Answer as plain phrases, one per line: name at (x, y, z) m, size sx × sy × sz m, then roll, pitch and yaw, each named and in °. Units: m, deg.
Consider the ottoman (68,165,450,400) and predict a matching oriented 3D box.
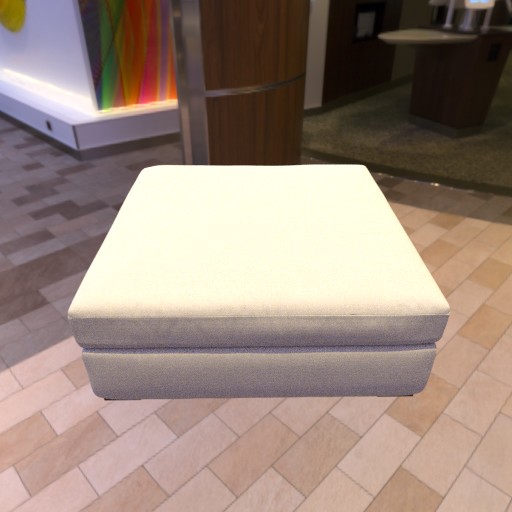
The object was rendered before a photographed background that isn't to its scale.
ottoman at (0.000, 0.000, 1.854) m, size 1.163 × 0.482 × 1.167 m, roll -1°, pitch 33°, yaw -1°
